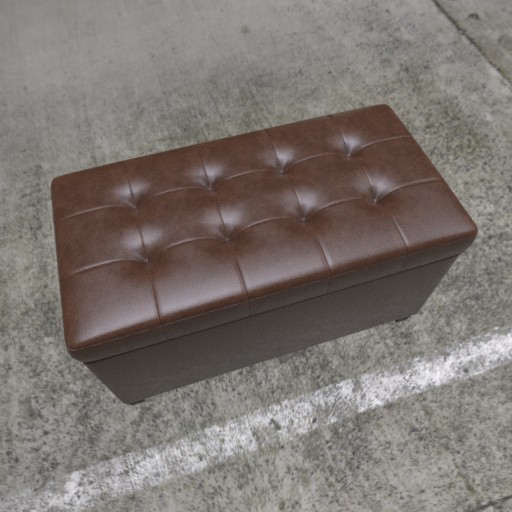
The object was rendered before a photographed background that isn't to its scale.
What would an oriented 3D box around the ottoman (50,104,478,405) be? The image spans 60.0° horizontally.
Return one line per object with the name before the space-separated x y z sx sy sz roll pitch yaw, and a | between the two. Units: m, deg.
ottoman | 0.000 0.000 1.118 0.838 0.470 0.432 -15 59 -9
